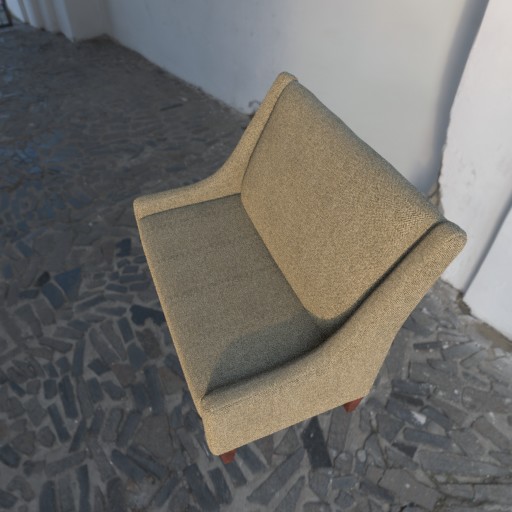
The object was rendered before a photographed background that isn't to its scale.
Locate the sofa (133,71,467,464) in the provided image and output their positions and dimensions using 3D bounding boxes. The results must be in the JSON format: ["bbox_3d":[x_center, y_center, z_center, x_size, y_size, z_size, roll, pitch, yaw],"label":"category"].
[{"bbox_3d":[0.000,0.000,1.913,0.870,1.021,1.242,-16,48,-15],"label":"sofa"}]
